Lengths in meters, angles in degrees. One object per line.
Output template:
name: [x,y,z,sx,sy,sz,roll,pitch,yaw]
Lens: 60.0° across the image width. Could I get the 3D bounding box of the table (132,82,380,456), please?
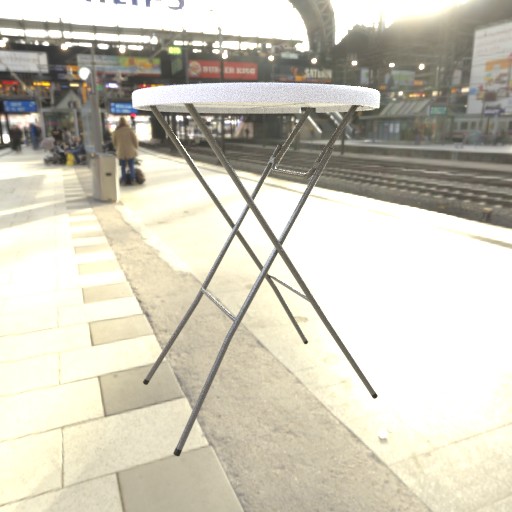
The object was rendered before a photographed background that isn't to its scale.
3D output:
table: [0.000,0.000,1.612,0.795,1.105,0.792,-7,18,-25]
